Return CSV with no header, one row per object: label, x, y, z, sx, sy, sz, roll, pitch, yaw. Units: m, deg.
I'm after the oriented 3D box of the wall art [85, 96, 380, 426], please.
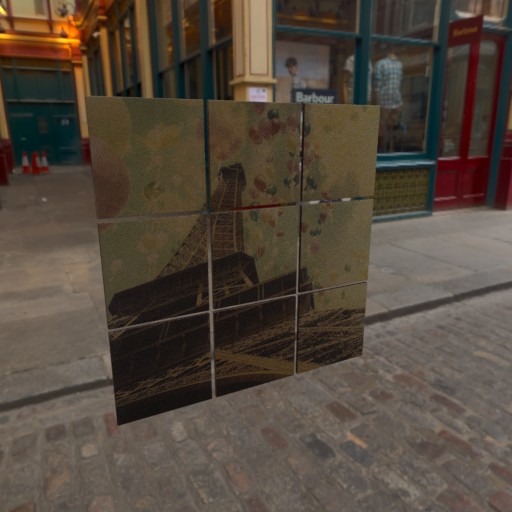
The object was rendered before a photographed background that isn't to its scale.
wall art,0.000,0.000,1.892,1.256,1.246,0.017,-8,18,-27
